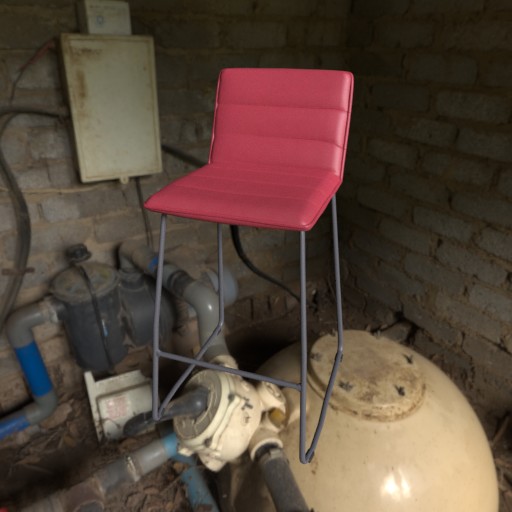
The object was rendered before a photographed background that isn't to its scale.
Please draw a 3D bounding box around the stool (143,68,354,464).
[{"bbox_3d":[0.000,0.000,1.235,0.489,0.937,0.524,9,28,17],"label":"stool"}]
